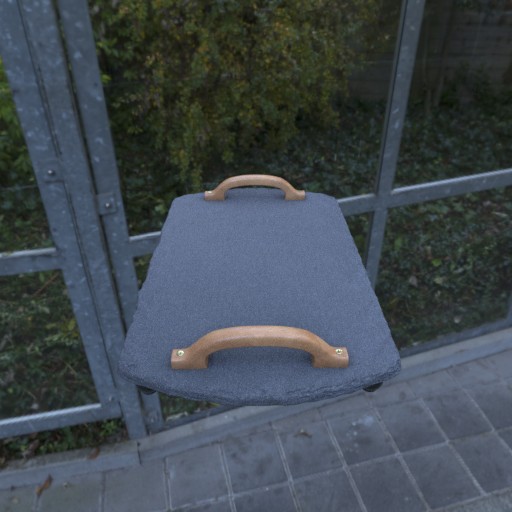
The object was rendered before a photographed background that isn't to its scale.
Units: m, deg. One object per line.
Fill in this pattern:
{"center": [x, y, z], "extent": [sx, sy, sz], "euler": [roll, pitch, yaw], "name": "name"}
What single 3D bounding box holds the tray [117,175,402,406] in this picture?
{"center": [0.000, 0.000, 0.479], "extent": [0.231, 0.062, 0.387], "euler": [0, 32, -1], "name": "tray"}
